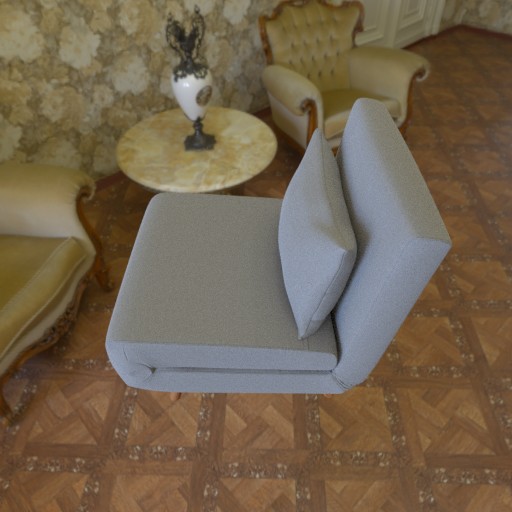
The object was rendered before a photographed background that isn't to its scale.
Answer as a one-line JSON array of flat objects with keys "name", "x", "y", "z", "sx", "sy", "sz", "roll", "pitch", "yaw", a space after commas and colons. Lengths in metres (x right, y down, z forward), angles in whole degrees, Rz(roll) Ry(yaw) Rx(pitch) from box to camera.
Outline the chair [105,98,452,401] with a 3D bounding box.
[{"name": "chair", "x": 0.000, "y": 0.000, "z": 1.513, "sx": 0.902, "sy": 0.808, "sz": 0.770, "roll": 0, "pitch": 42, "yaw": 0}]
